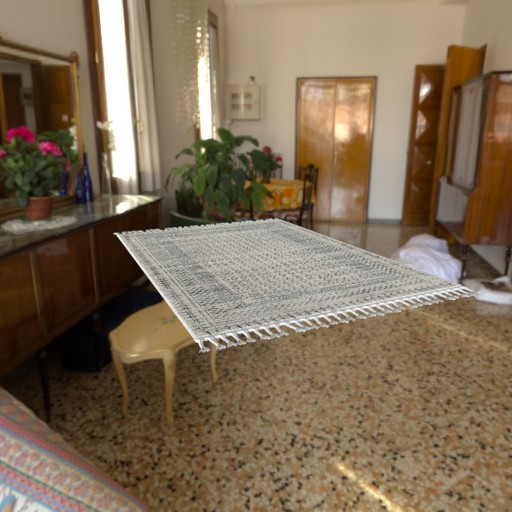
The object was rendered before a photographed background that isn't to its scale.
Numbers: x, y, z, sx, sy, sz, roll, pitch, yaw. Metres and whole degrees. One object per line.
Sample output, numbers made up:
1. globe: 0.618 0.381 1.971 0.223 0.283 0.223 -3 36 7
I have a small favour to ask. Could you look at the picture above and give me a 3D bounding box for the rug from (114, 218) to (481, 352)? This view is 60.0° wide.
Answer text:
1. rug: 0.000 0.000 2.414 1.243 0.013 1.872 -7 17 -24
